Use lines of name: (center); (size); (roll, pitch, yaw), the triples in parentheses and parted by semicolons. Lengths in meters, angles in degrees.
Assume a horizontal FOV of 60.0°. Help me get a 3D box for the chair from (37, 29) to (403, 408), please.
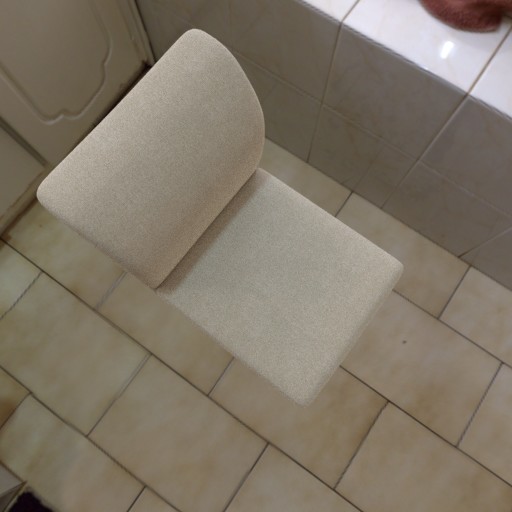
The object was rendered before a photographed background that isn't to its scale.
chair: (0.000, 0.000, 1.270); (0.754, 0.833, 0.521); (37, 79, 9)
